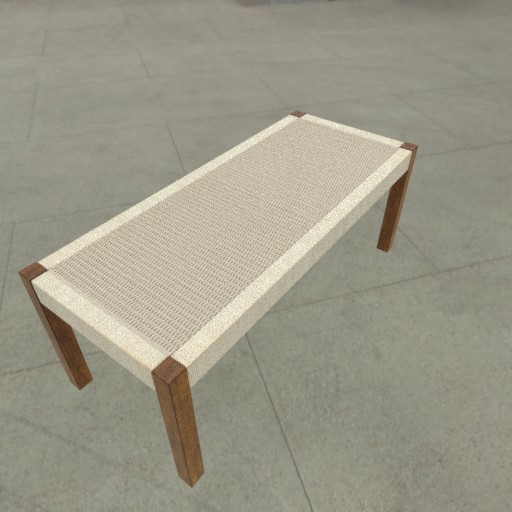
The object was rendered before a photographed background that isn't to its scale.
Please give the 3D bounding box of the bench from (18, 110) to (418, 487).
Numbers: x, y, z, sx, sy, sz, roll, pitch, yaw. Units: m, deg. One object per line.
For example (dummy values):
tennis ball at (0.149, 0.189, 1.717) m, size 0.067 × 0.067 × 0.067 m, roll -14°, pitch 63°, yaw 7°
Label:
bench at (0.000, 0.000, 1.444) m, size 0.507 × 0.457 × 1.198 m, roll 26°, pitch 47°, yaw 27°
